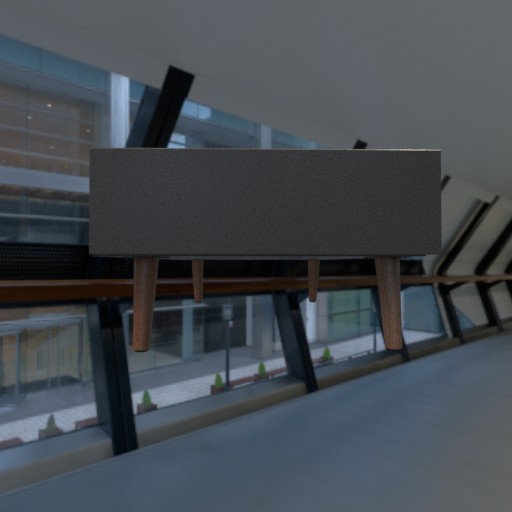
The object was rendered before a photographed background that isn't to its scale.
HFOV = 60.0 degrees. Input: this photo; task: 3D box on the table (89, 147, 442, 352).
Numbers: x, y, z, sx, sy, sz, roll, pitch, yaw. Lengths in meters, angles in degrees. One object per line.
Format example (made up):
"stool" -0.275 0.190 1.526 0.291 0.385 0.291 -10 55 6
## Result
"table" 0.000 0.000 1.465 0.703 0.404 1.201 0 -1 -1
